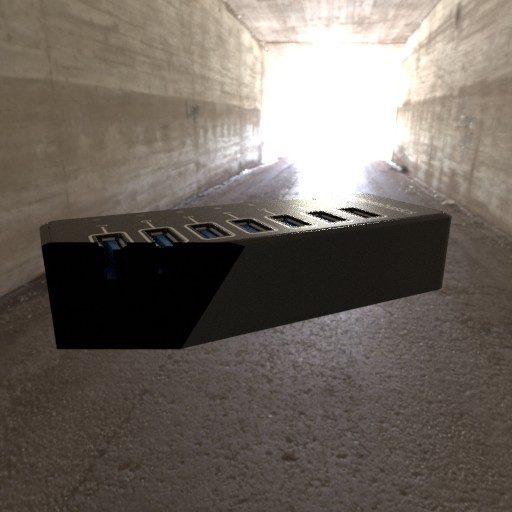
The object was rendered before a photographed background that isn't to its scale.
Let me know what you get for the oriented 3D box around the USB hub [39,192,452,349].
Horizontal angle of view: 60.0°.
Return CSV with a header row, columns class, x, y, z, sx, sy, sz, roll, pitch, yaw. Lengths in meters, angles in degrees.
class,x,y,z,sx,sy,sz,roll,pitch,yaw
USB hub,0.000,0.000,0.128,0.110,0.023,0.044,-9,20,-25
